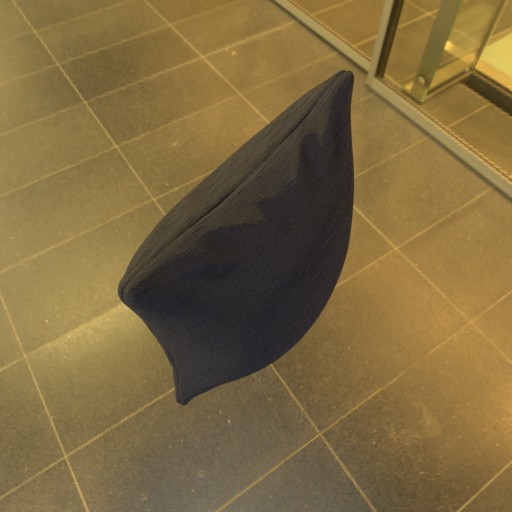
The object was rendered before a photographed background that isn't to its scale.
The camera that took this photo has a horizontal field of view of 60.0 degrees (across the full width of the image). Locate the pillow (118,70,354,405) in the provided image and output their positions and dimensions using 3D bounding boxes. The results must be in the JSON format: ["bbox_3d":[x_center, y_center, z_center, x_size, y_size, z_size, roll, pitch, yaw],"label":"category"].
[{"bbox_3d":[0.000,0.000,0.679,0.246,0.414,0.432,32,63,19],"label":"pillow"}]
